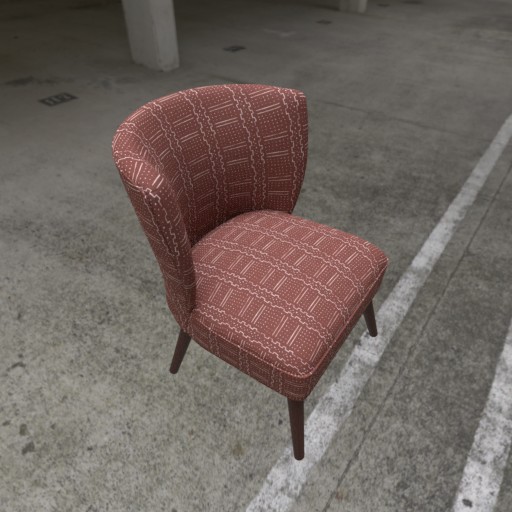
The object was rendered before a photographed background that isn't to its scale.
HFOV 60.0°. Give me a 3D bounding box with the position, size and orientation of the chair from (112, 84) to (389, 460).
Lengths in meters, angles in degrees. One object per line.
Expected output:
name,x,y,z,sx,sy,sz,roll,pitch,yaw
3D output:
chair,0.000,0.000,1.428,0.758,0.866,0.706,24,46,25
